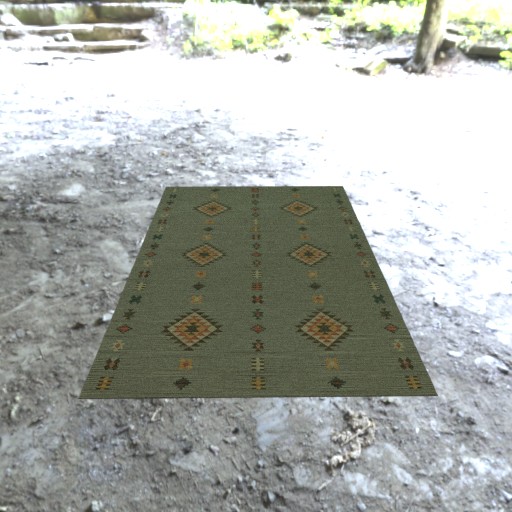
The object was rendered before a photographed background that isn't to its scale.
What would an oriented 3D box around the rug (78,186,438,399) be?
[{"bbox_3d":[0.000,0.000,2.270,1.217,0.005,1.818,0,32,-1],"label":"rug"}]
